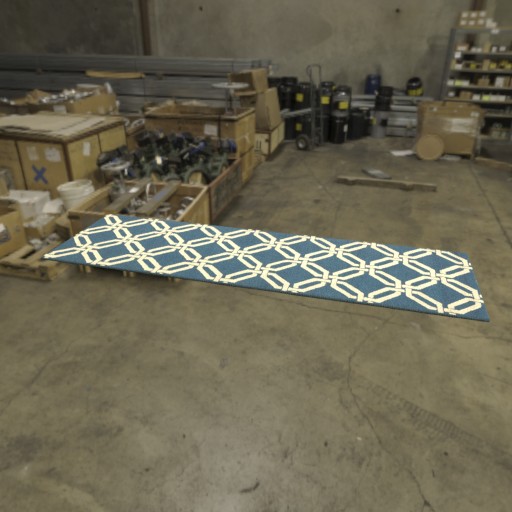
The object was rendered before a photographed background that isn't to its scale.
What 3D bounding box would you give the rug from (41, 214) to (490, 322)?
[{"bbox_3d":[0.000,0.000,2.465,2.276,0.014,0.678,7,28,14],"label":"rug"}]
